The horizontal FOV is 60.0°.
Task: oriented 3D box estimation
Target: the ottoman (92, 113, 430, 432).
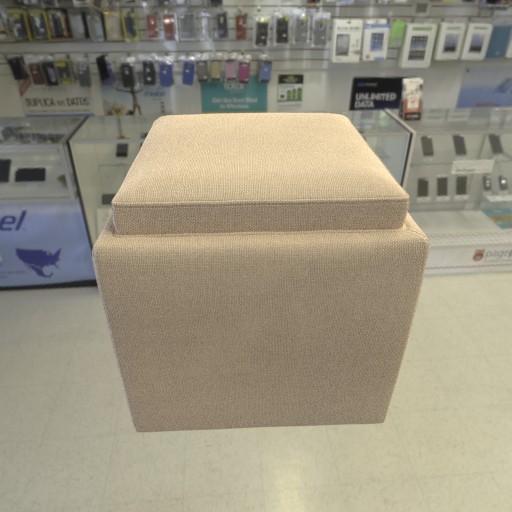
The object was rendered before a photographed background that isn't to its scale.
[{"bbox_3d":[0.000,0.000,0.827,0.451,0.460,0.450,-1,33,-2],"label":"ottoman"}]
